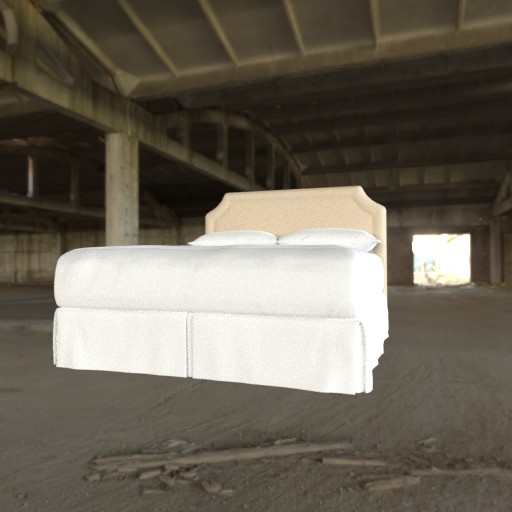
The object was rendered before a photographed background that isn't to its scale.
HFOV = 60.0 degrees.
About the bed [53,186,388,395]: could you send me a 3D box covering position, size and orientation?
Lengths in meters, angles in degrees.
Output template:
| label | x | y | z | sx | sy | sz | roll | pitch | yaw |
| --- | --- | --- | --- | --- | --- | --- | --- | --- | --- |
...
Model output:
| label | x | y | z | sx | sy | sz | roll | pitch | yaw |
| --- | --- | --- | --- | --- | --- | --- | --- | --- | --- |
| bed | 0.000 | 0.000 | 3.824 | 2.134 | 1.524 | 2.548 | 0 | -1 | 19 |
